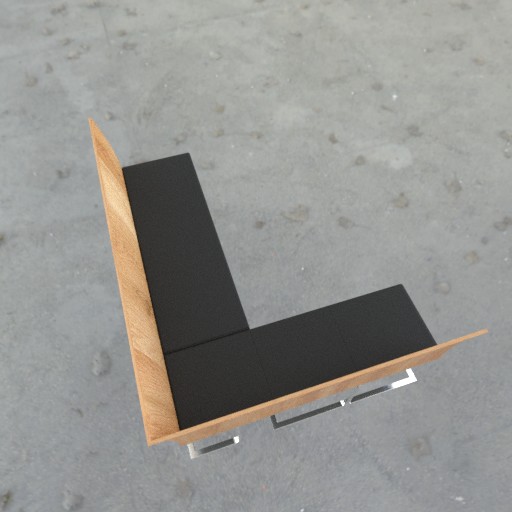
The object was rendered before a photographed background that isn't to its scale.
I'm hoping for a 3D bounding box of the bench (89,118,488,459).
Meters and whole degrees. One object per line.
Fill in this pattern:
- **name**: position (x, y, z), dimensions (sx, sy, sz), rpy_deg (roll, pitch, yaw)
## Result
- **bench**: position (0.000, 0.000, 2.693), dimensions (1.495, 0.930, 1.945), rpy_deg (-15, 58, -10)
